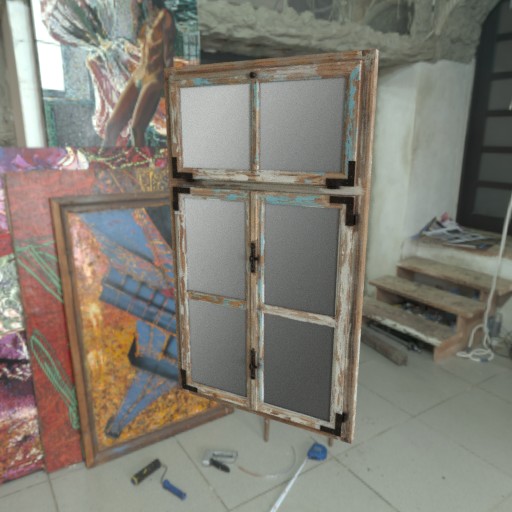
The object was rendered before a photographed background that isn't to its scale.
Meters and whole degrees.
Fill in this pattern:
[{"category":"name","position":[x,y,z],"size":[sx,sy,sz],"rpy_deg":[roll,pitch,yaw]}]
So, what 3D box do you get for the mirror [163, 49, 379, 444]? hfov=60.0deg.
[{"category":"mirror","position":[0.000,0.000,1.476],"size":[0.707,1.213,0.083],"rpy_deg":[7,16,27]}]
